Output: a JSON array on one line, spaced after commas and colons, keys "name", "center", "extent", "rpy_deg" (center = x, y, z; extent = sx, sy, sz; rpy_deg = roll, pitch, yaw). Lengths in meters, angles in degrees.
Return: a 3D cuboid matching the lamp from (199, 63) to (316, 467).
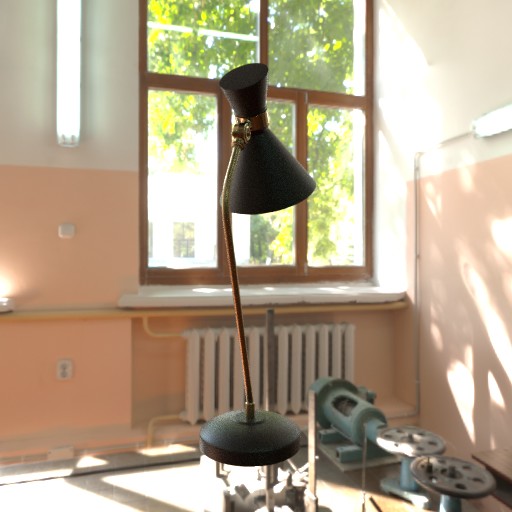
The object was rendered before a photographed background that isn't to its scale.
[{"name": "lamp", "center": [0.000, 0.000, 0.795], "extent": [0.189, 0.647, 0.292], "rpy_deg": [0, 0, 19]}]
